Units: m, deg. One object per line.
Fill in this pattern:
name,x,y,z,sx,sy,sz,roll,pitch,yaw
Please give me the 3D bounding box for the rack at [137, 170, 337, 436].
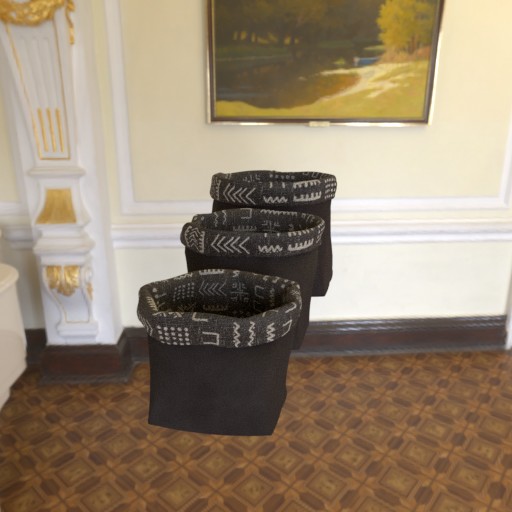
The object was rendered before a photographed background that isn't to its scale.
rack,0.000,0.000,1.048,0.379,0.323,0.905,3,17,8
